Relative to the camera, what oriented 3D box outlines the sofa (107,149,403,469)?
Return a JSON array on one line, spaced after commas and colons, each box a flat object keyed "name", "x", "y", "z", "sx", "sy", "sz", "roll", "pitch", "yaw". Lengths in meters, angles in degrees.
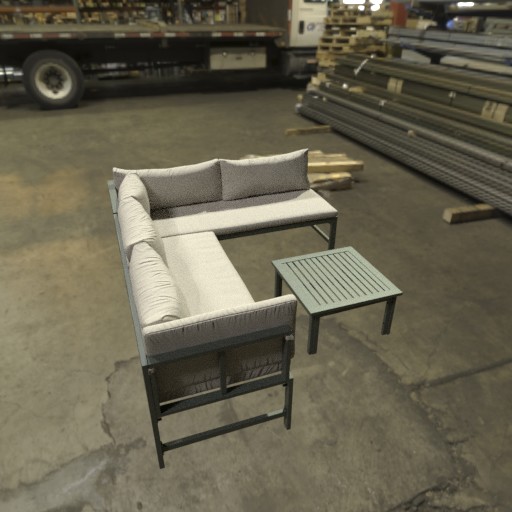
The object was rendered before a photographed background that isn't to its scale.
[{"name": "sofa", "x": 0.000, "y": 0.000, "z": 2.887, "sx": 1.658, "sy": 0.758, "sz": 2.096, "roll": -10, "pitch": 32, "yaw": -17}]
